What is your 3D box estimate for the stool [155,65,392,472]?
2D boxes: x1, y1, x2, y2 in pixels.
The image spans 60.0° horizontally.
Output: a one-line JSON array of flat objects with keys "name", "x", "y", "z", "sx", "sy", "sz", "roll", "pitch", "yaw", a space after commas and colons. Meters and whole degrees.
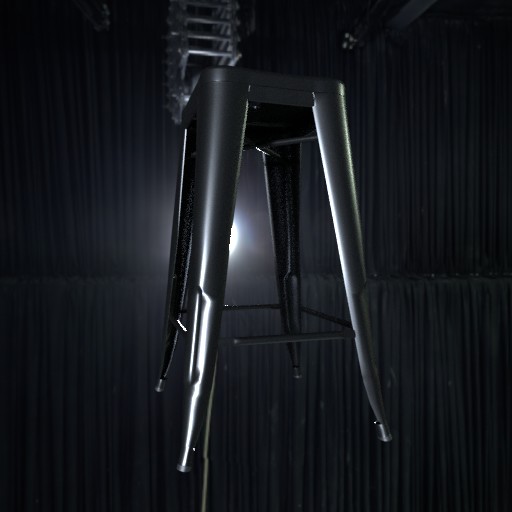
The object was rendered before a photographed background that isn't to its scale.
[{"name": "stool", "x": 0.000, "y": 0.000, "z": 0.863, "sx": 0.359, "sy": 0.609, "sz": 0.399, "roll": 0, "pitch": 1, "yaw": -18}]
